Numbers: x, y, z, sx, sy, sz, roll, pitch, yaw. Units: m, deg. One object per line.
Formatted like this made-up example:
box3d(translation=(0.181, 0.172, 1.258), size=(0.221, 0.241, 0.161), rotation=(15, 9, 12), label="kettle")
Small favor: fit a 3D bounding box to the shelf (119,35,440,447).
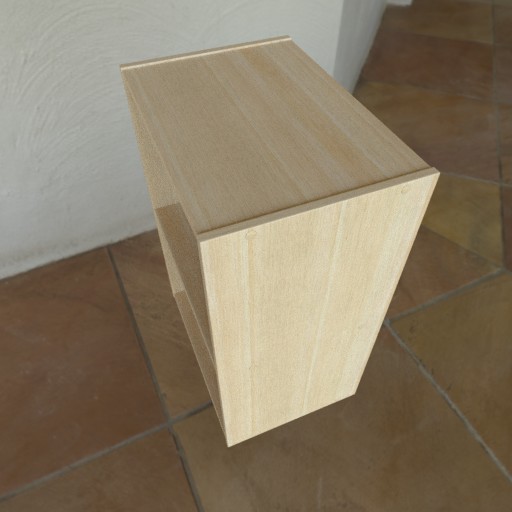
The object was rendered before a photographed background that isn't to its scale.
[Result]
box3d(translation=(0.000, 0.000, 0.820), size=(0.290, 0.592, 0.414), rotation=(-17, 51, -15), label="shelf")
